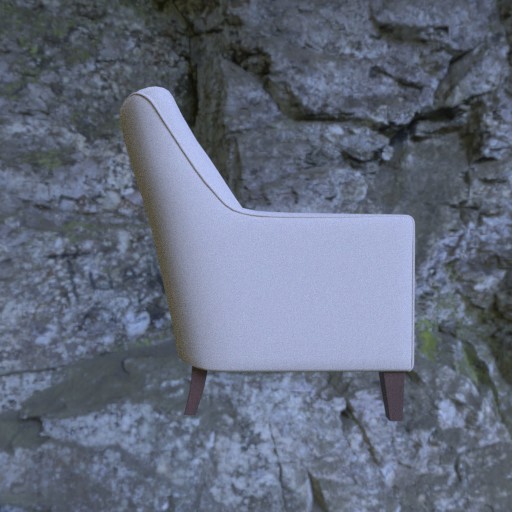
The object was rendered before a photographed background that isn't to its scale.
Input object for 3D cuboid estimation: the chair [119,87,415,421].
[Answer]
[{"bbox_3d":[0.000,0.000,1.550,0.879,0.916,0.756,0,1,-1],"label":"chair"}]
